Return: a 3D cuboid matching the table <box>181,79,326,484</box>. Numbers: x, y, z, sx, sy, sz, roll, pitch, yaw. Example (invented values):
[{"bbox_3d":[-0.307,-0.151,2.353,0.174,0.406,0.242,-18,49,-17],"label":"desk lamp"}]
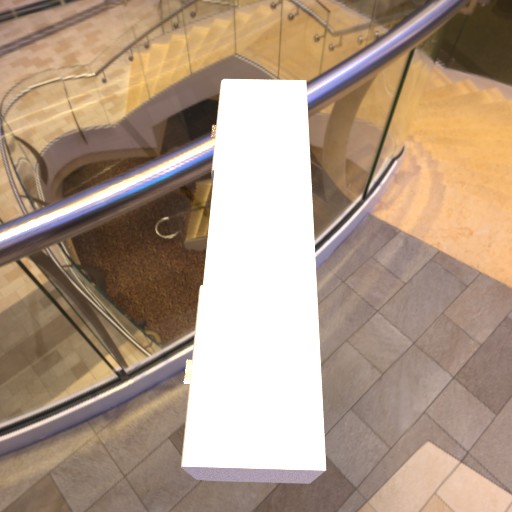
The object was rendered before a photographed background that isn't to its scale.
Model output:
[{"bbox_3d":[0.000,0.000,1.732,0.400,0.440,1.550,1,59,1],"label":"table"}]
